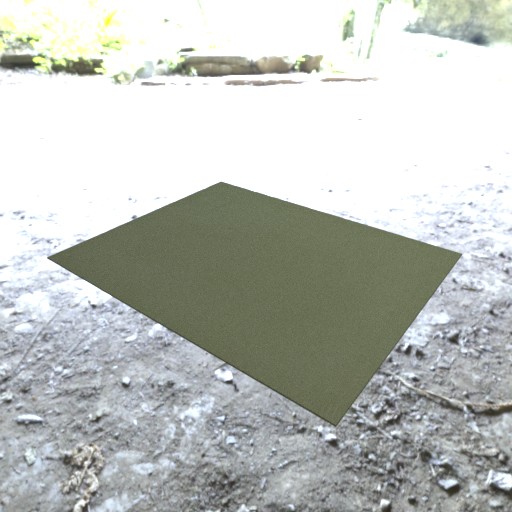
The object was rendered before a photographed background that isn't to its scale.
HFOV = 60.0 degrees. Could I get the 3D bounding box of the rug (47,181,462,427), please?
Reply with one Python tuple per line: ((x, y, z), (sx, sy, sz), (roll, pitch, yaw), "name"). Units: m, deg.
((0.000, 0.000, 3.527), (2.584, 0.011, 2.073), (22, 37, 32), "rug")
